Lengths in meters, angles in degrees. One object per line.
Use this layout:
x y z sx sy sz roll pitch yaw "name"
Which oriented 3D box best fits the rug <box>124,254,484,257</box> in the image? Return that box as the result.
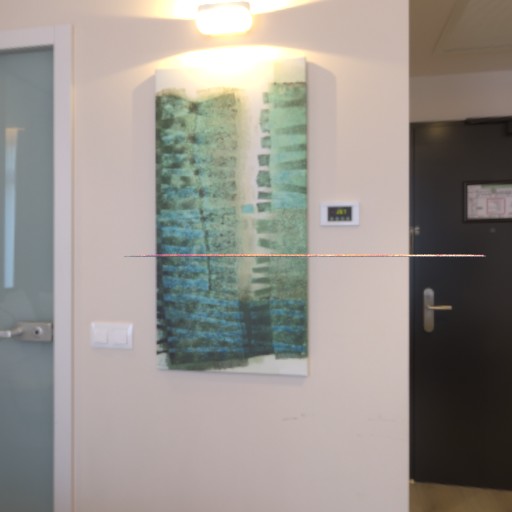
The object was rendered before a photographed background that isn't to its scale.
0.000 0.000 3.775 2.007 0.013 2.896 0 0 -20 "rug"
